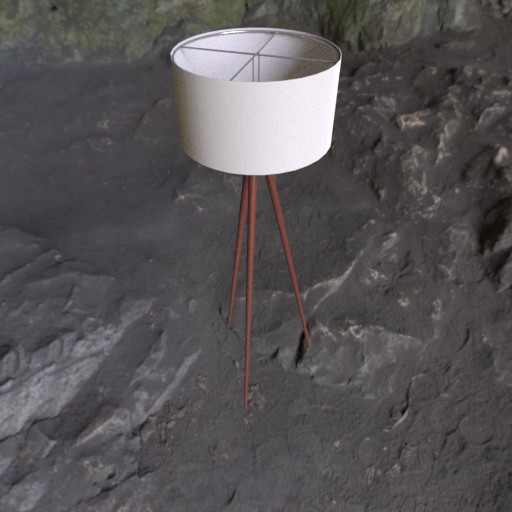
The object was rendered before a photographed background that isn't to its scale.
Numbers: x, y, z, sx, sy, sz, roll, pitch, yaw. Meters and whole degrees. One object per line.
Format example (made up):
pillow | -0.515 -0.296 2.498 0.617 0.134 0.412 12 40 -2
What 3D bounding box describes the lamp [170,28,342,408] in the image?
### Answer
lamp | 0.000 0.000 1.773 0.483 1.553 0.483 12 43 13
